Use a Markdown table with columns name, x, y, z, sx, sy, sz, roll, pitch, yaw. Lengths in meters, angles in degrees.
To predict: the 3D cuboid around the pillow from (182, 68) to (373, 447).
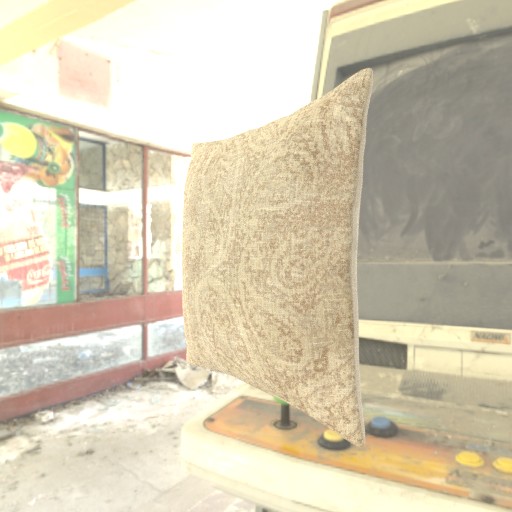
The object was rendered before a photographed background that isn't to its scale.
| name | x | y | z | sx | sy | sz | roll | pitch | yaw |
| --- | --- | --- | --- | --- | --- | --- | --- | --- | --- |
| pillow | 0.000 | 0.000 | 0.806 | 0.166 | 0.510 | 0.523 | 0 | 1 | -35 |
